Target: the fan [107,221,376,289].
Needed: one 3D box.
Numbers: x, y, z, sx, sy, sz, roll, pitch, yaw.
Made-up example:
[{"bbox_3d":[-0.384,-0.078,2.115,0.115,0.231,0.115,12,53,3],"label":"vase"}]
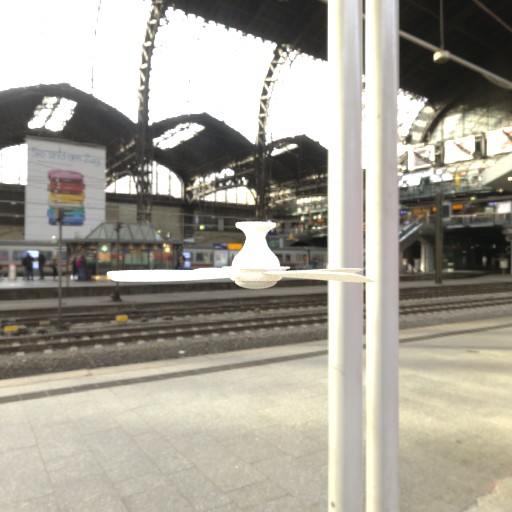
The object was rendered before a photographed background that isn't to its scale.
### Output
[{"bbox_3d":[0.000,0.000,2.590,1.694,0.382,1.693,0,-1,-34],"label":"fan"}]
